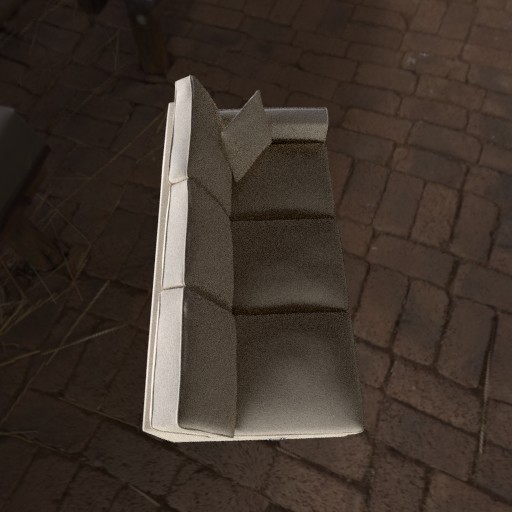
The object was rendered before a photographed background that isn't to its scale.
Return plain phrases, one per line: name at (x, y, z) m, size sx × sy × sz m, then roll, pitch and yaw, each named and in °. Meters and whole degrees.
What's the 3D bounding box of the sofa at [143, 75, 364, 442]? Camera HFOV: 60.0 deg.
sofa at (0.000, 0.000, 2.572) m, size 1.034 × 0.946 × 1.963 m, roll -2°, pitch 64°, yaw -1°
